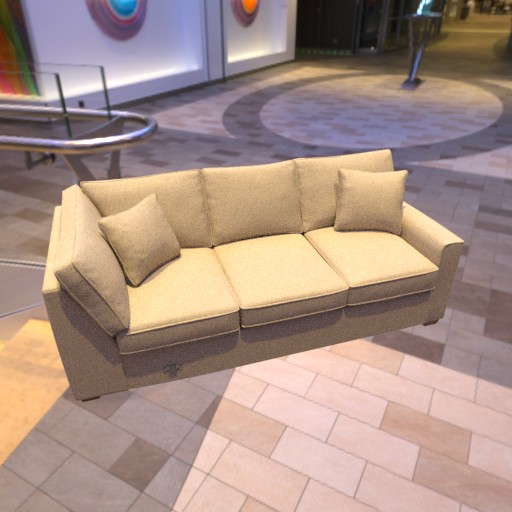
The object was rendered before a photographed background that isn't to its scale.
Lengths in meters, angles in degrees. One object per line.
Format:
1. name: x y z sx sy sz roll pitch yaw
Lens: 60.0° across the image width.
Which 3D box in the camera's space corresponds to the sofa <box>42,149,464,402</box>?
1. sofa: 0.000 0.000 2.790 2.317 0.962 1.061 -9 32 -15
